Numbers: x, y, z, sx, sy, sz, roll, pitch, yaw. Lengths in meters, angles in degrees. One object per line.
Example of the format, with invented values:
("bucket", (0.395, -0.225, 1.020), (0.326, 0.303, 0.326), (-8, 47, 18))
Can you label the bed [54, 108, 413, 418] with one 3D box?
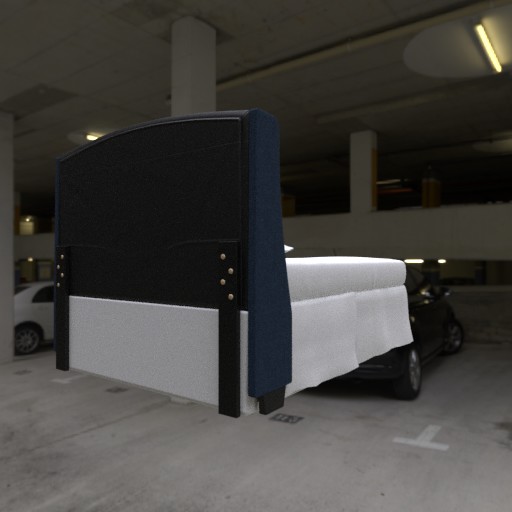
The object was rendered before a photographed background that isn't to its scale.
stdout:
("bed", (0.000, 0.000, 3.209), (1.604, 1.402, 2.223), (0, 0, 36))
